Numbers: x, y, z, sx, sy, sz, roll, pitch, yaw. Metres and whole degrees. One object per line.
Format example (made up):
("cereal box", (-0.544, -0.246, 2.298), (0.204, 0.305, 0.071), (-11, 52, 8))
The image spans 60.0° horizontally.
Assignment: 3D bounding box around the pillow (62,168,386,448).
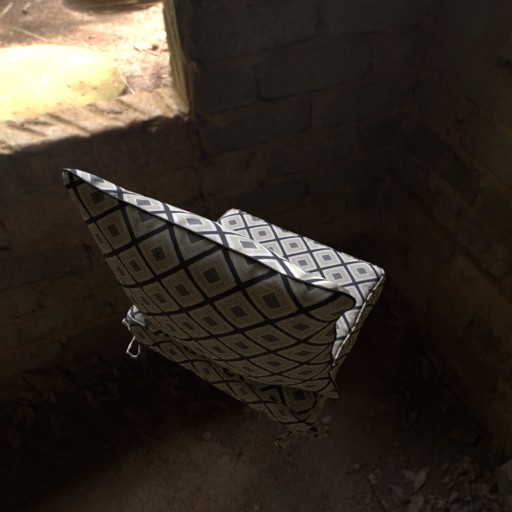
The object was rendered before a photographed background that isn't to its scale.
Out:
("pillow", (0.000, 0.000, 1.357), (0.798, 0.722, 0.733), (24, 51, 21))
